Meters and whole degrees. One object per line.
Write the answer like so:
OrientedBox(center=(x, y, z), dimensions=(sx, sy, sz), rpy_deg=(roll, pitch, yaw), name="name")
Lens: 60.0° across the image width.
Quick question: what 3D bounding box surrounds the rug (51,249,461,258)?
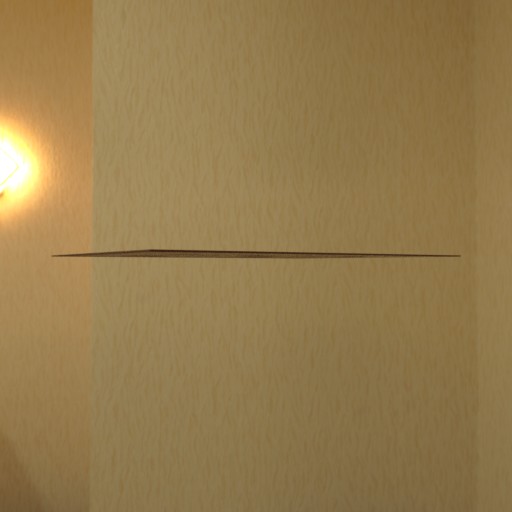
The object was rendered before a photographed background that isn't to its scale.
OrientedBox(center=(0.000, 0.000, 4.314), dimensions=(3.197, 0.013, 2.381), rpy_deg=(1, -1, -37), name="rug")
